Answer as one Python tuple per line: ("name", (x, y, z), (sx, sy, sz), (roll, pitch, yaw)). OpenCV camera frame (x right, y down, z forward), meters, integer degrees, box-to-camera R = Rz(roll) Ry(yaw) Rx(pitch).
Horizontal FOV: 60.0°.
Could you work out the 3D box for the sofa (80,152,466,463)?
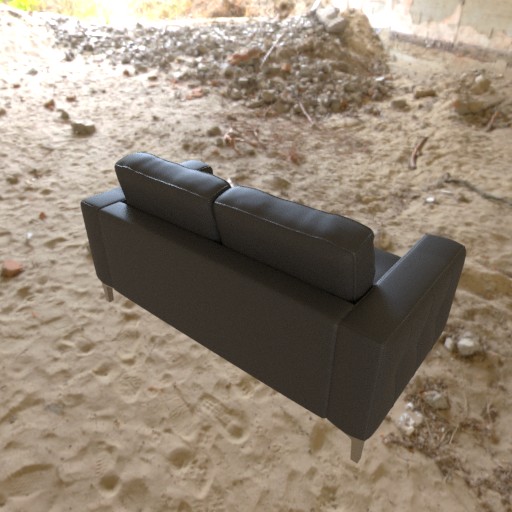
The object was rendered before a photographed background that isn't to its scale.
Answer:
("sofa", (0.000, 0.000, 2.186), (1.726, 0.893, 0.833), (23, 39, 32))
